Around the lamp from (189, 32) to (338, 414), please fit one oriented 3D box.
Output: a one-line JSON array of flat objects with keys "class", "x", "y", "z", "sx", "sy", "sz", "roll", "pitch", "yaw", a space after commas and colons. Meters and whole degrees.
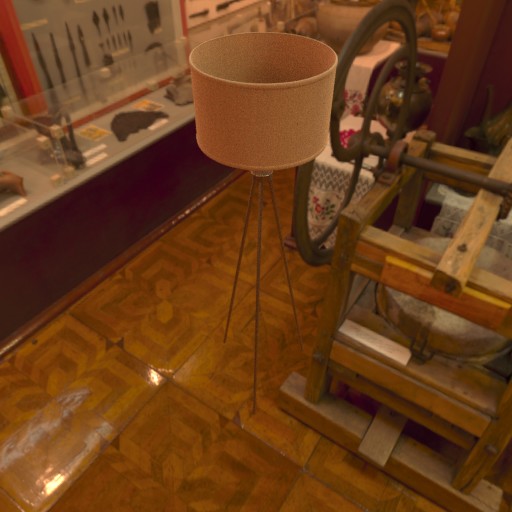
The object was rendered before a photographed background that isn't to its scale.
[{"class": "lamp", "x": 0.000, "y": 0.000, "z": 1.760, "sx": 0.460, "sy": 1.545, "sz": 0.449, "roll": 26, "pitch": 49, "yaw": 25}]
